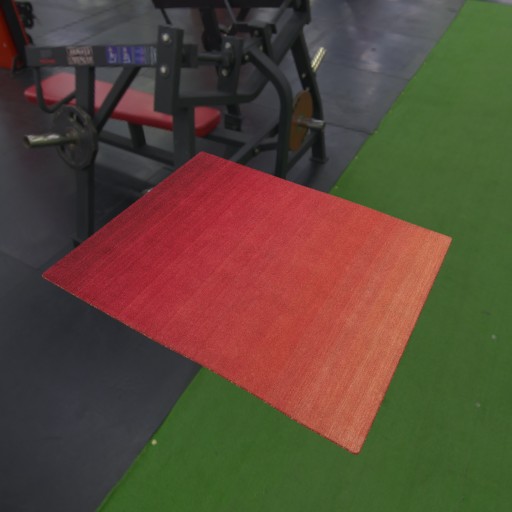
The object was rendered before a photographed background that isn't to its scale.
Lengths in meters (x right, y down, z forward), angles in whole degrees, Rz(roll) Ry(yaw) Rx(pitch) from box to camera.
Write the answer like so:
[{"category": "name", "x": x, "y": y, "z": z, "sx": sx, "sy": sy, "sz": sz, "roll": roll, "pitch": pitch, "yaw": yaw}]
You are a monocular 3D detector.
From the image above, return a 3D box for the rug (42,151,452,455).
[{"category": "rug", "x": 0.000, "y": 0.000, "z": 3.978, "sx": 2.905, "sy": 0.028, "sz": 2.340, "roll": 23, "pitch": 49, "yaw": 22}]
